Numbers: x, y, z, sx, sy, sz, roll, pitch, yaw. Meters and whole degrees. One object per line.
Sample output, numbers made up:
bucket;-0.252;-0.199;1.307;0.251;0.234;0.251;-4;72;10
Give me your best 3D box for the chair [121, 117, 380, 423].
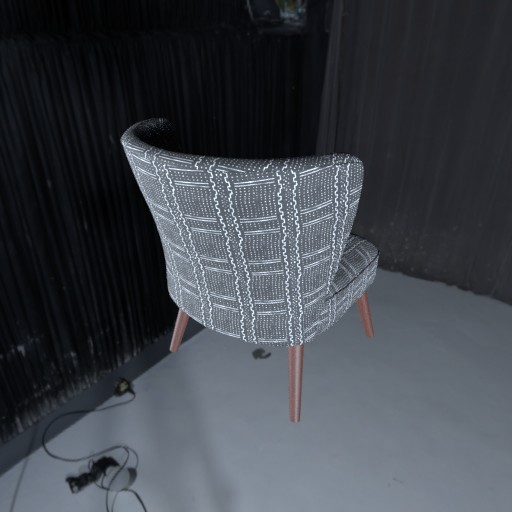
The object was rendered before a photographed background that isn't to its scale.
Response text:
chair;0.000;0.000;1.461;0.710;0.866;0.758;20;35;31
